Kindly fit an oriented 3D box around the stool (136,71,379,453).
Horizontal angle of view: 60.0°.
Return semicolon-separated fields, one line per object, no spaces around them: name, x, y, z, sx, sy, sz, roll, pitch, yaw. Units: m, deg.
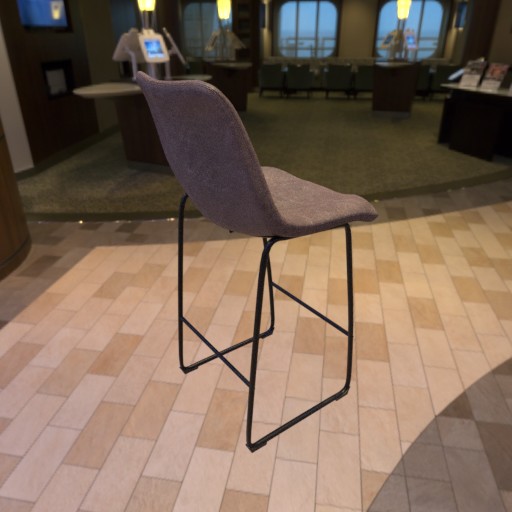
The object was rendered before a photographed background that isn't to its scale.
stool;0.000;0.000;1.395;0.561;1.082;0.514;-18;32;-32
